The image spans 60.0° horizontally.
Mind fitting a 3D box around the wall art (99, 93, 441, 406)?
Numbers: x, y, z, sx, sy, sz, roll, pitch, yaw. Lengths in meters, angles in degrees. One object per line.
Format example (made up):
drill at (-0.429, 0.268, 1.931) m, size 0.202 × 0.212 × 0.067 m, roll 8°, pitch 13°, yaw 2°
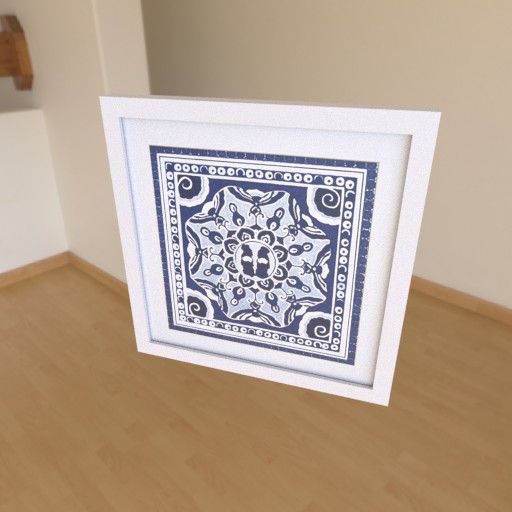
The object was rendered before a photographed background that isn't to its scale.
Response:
wall art at (0.000, 0.000, 0.534) m, size 0.355 × 0.355 × 0.027 m, roll 8°, pitch 28°, yaw 16°
